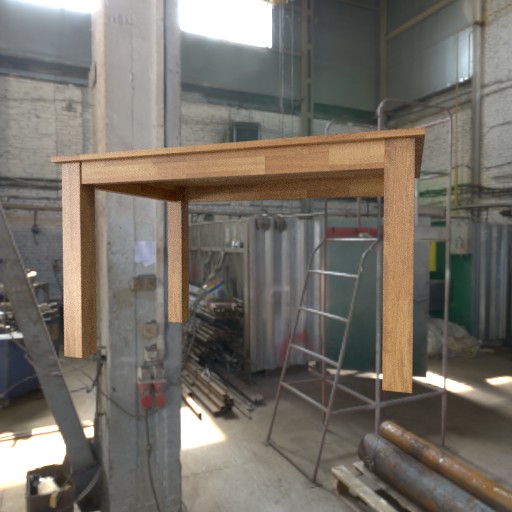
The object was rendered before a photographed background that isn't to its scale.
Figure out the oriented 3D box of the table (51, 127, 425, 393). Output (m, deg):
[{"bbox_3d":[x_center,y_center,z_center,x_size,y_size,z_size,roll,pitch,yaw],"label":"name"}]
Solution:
[{"bbox_3d":[0.000,0.000,1.868,1.300,0.750,0.900,1,2,19],"label":"table"}]
